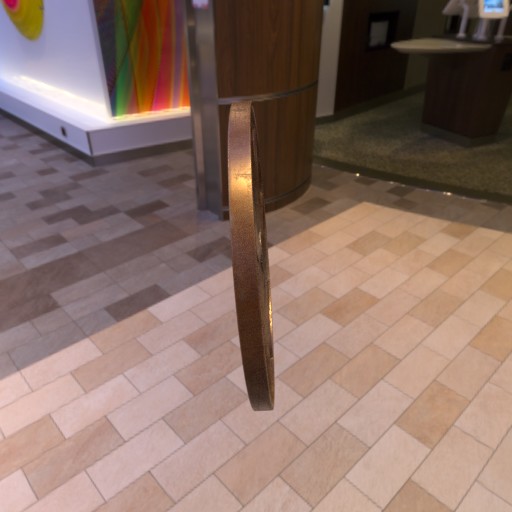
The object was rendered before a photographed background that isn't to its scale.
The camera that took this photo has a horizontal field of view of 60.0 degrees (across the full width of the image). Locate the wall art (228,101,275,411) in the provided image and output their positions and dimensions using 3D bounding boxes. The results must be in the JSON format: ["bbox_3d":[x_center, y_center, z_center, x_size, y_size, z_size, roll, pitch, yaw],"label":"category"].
[{"bbox_3d":[0.000,0.000,0.882,0.084,0.583,0.582,0,32,0],"label":"wall art"}]
